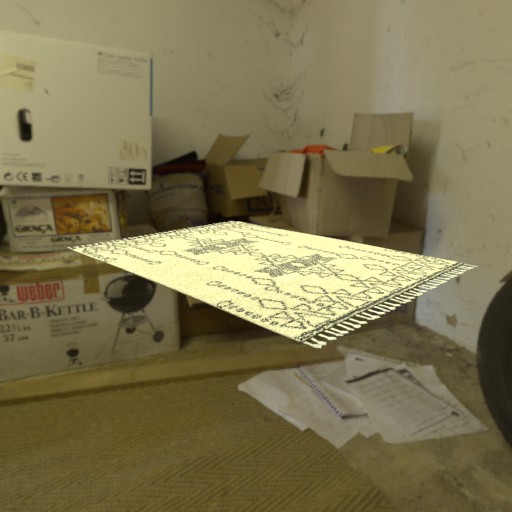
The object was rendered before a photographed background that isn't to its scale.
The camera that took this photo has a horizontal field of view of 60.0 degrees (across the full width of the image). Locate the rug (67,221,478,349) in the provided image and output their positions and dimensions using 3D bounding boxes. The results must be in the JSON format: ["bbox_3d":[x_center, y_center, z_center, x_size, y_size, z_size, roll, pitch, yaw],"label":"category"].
[{"bbox_3d":[0.000,0.000,3.936,2.125,0.028,3.027,-14,20,-43],"label":"rug"}]
